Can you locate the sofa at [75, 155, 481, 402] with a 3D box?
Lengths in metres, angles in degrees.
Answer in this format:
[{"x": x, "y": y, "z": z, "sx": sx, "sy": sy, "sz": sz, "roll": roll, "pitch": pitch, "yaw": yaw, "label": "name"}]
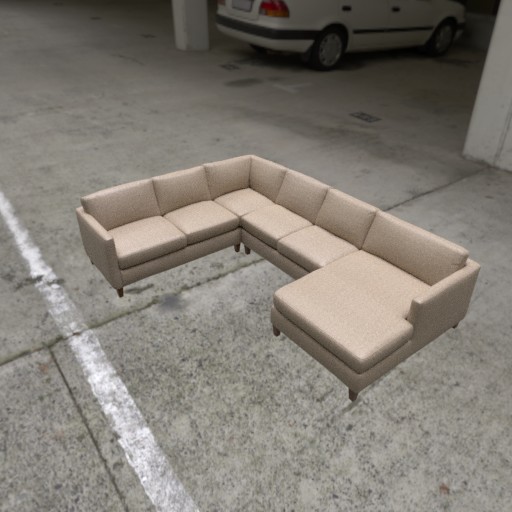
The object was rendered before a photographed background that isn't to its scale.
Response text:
[{"x": 0.000, "y": 0.000, "z": 4.640, "sx": 2.594, "sy": 0.961, "sz": 3.460, "roll": -22, "pitch": 38, "yaw": -31, "label": "sofa"}]
